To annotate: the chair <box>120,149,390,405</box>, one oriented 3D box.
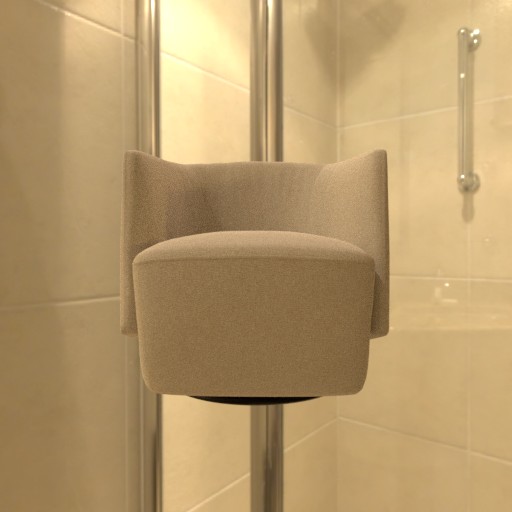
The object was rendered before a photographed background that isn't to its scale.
[{"bbox_3d":[0.000,0.000,1.608,0.822,0.861,0.986,0,1,1],"label":"chair"}]
